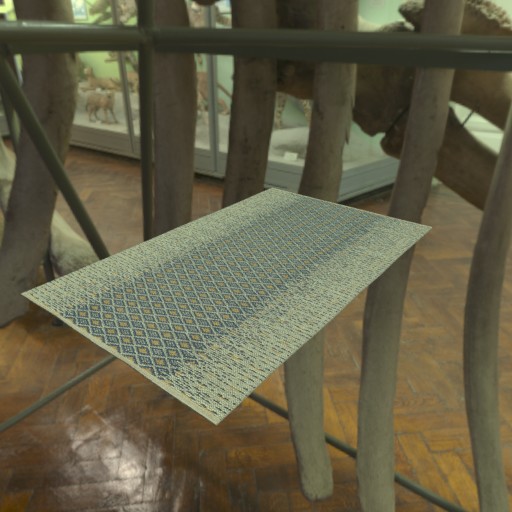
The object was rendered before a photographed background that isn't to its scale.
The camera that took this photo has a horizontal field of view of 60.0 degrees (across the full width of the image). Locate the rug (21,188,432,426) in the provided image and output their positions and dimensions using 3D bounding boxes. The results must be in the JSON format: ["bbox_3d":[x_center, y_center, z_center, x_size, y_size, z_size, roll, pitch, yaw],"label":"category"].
[{"bbox_3d":[0.000,0.000,2.993,1.541,0.008,2.448,20,33,33],"label":"rug"}]
